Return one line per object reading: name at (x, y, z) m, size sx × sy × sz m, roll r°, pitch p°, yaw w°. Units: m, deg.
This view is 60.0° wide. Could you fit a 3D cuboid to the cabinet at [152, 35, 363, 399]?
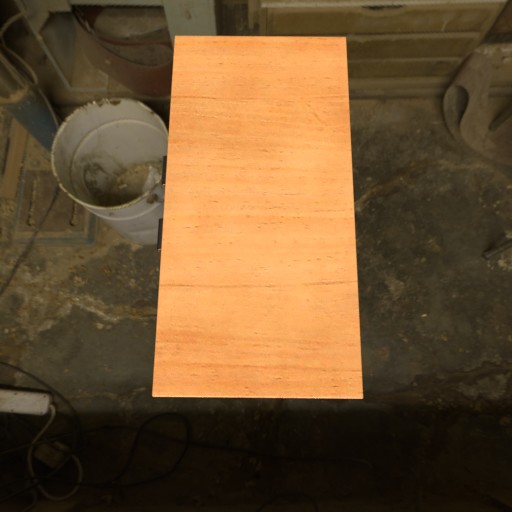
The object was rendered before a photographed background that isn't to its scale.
cabinet at (0.000, 0.000, 1.415) m, size 0.419 × 1.001 × 0.800 m, roll 1°, pitch 76°, yaw 0°
